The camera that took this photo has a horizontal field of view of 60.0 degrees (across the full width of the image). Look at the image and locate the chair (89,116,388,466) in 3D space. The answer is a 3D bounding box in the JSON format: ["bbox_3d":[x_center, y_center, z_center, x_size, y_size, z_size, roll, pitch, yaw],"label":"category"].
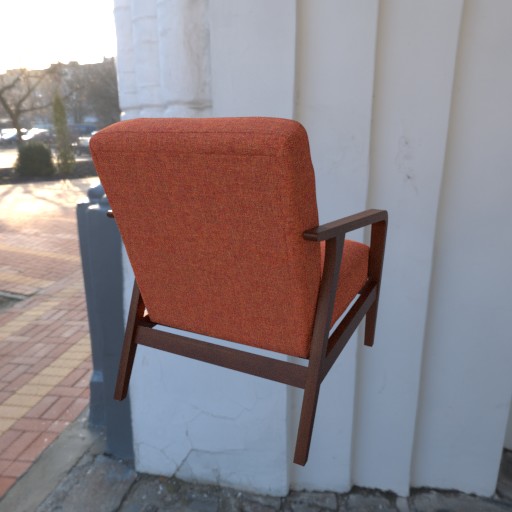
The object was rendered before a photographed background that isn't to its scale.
[{"bbox_3d":[0.000,0.000,1.516,0.719,0.890,0.860,8,17,26],"label":"chair"}]
